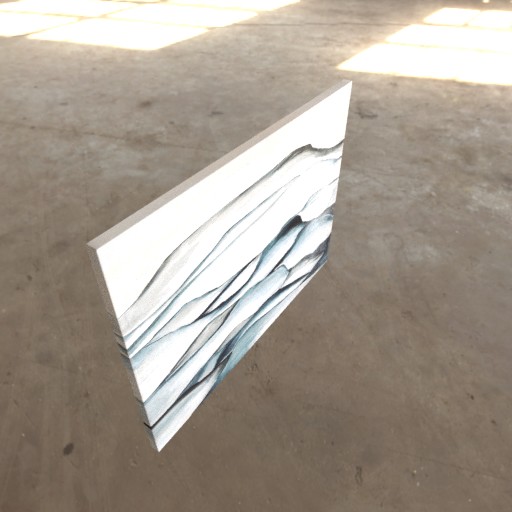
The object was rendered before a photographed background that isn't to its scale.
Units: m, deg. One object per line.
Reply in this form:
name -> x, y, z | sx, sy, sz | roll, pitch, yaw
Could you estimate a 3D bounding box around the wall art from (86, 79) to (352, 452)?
wall art -> 0.000, 0.000, 1.615 | 0.039, 0.915, 1.219 | 25, 47, 26
